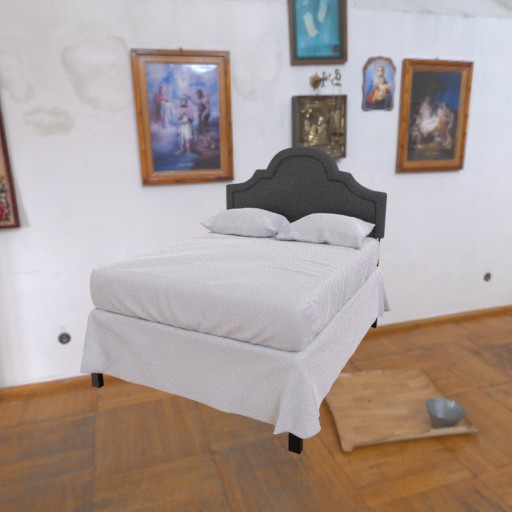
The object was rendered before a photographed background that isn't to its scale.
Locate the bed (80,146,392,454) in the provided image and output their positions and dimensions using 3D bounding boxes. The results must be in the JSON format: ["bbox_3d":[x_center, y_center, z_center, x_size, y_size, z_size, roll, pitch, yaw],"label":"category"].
[{"bbox_3d":[0.000,0.000,3.447,1.780,1.634,2.222,7,16,26],"label":"bed"}]
